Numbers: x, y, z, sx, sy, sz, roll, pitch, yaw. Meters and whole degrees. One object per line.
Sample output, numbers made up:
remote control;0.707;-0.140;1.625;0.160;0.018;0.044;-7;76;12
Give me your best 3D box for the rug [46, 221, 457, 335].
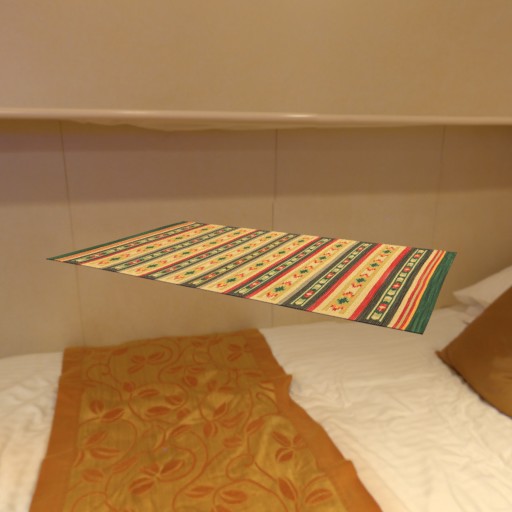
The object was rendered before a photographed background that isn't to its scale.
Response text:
rug;0.000;0.000;3.093;2.447;0.011;1.520;8;18;28
